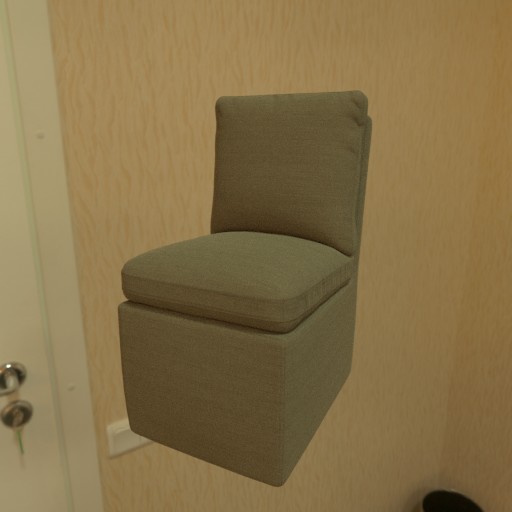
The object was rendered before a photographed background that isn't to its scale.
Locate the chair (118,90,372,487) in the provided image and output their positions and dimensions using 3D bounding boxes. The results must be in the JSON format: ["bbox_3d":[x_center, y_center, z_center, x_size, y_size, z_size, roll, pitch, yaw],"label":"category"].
[{"bbox_3d":[0.000,0.000,1.299,0.503,0.927,0.698,8,17,26],"label":"chair"}]
